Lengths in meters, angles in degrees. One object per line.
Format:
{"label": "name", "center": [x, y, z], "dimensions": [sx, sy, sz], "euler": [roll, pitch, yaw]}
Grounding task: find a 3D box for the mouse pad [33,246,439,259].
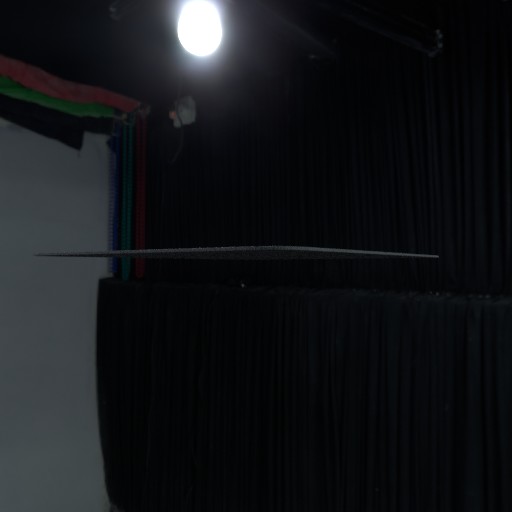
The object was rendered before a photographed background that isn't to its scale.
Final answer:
{"label": "mouse pad", "center": [0.000, 0.000, 0.429], "dimensions": [0.269, 0.002, 0.315], "euler": [-1, -2, 37]}
